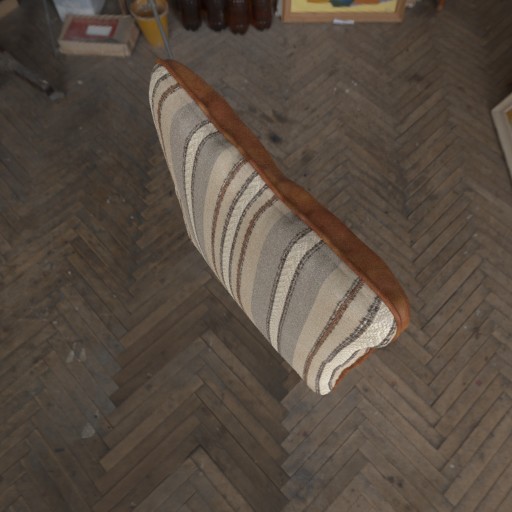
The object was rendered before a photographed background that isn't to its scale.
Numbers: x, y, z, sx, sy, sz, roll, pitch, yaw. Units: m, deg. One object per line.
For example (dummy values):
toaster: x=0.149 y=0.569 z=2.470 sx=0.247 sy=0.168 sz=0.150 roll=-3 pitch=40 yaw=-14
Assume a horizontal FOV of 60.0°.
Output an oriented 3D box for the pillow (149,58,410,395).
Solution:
pillow: x=0.000 y=0.000 z=0.742 sx=0.130 sy=0.490 sz=0.489 roll=-35 pitch=70 yaw=-15
